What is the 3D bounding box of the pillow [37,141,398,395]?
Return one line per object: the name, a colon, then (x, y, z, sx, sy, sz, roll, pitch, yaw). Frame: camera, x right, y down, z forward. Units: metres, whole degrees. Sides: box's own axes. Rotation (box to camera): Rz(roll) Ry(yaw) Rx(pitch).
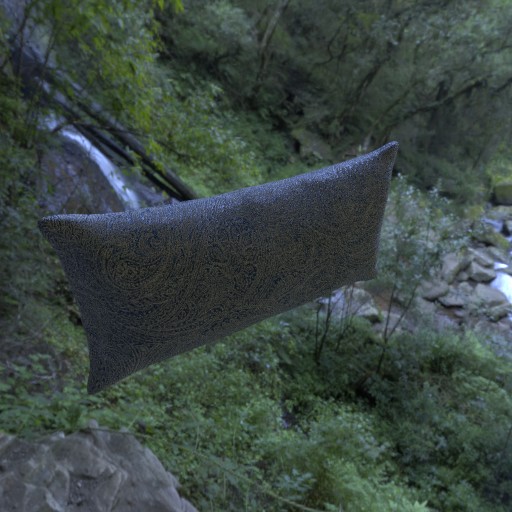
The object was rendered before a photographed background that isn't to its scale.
pillow: (0.000, 0.000, 0.739, 0.615, 0.295, 0.151, -18, 35, -28)
